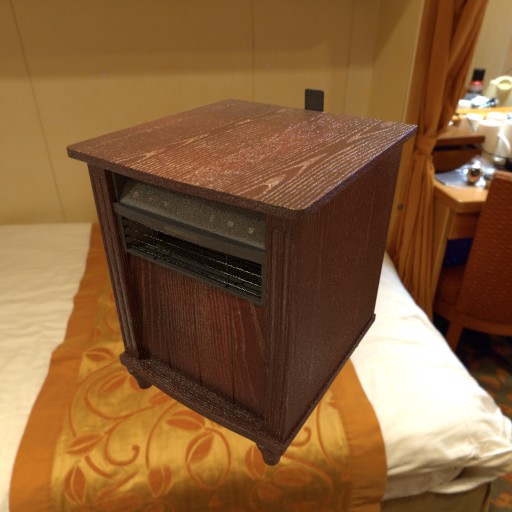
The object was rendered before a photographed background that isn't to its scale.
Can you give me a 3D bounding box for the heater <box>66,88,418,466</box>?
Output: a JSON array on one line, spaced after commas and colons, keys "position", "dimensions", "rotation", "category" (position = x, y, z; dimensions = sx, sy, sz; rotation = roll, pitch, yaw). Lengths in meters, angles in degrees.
[{"position": [0.000, 0.000, 0.747], "dimensions": [0.362, 0.481, 0.400], "rotation": [19, 36, 28], "category": "heater"}]
